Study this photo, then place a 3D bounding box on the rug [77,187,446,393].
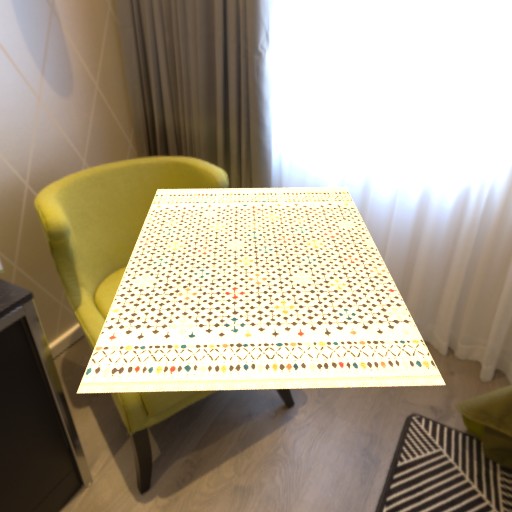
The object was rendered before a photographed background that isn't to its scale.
[{"bbox_3d":[0.000,0.000,2.035,1.146,0.006,1.556,-1,32,-1],"label":"rug"}]
